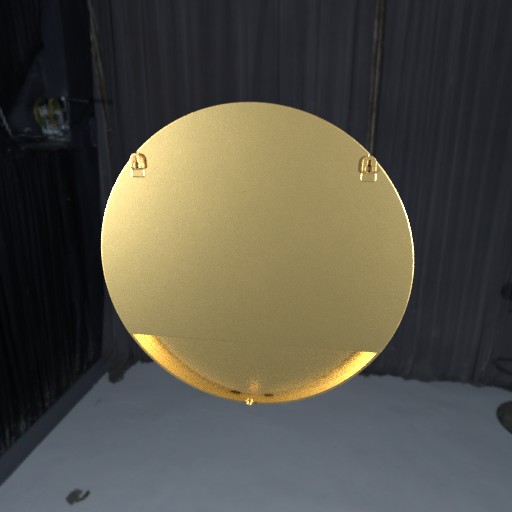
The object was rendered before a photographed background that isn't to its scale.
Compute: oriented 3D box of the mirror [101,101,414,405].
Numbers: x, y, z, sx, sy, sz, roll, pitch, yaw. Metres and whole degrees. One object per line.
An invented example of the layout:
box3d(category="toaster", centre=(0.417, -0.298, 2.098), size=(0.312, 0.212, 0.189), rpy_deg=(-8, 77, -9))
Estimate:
box3d(category="mirror", centre=(0.000, 0.000, 0.702), size=(0.457, 0.457, 0.133), rpy_deg=(3, 17, 9))
